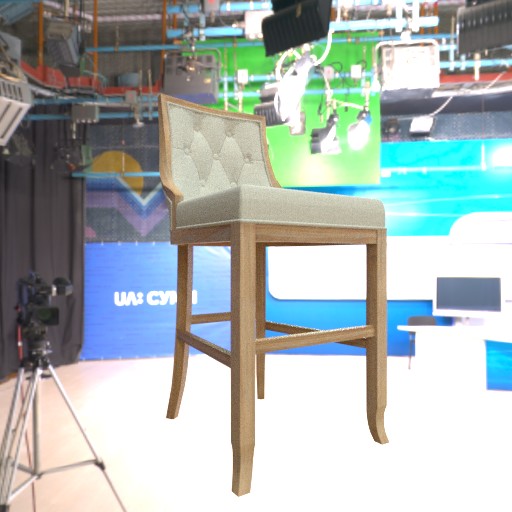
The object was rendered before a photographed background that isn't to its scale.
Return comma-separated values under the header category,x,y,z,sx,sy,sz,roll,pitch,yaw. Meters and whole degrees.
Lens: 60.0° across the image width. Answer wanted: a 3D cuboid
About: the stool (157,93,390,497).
category,x,y,z,sx,sy,sz,roll,pitch,yaw
stool,0.000,0.000,1.410,0.524,1.101,0.626,0,0,-34
